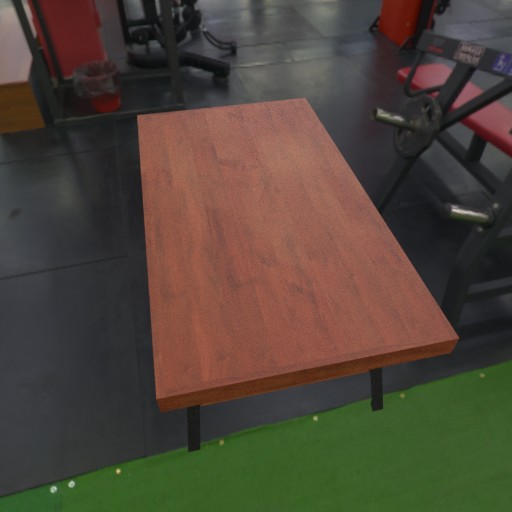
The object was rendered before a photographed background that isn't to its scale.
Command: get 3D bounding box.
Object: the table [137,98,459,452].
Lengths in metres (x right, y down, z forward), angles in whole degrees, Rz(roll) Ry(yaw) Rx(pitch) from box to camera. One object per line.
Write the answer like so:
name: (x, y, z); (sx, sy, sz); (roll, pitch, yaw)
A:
table: (0.000, 0.000, 1.377); (0.610, 0.457, 1.067); (-9, 46, -9)
